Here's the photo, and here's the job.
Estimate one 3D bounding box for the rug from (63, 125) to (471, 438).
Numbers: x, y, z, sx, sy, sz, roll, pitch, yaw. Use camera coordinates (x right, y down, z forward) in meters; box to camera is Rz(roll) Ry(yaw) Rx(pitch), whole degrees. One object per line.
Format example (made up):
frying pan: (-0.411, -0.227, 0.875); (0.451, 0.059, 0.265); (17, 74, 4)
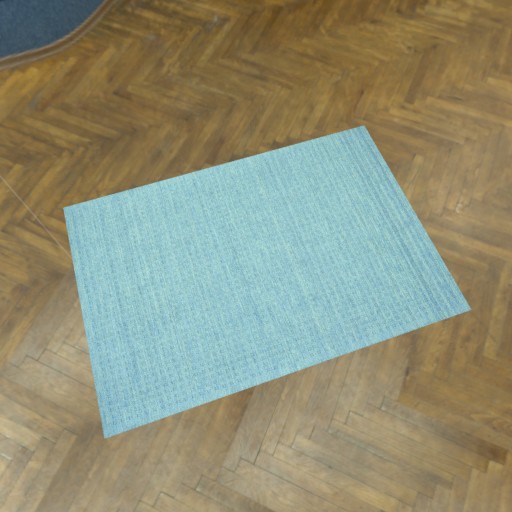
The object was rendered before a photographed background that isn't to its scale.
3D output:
rug: (0.000, 0.000, 3.685); (2.895, 0.006, 1.982); (-17, 65, -8)
